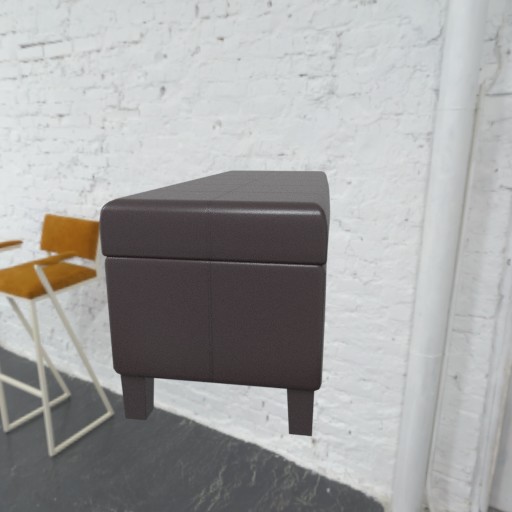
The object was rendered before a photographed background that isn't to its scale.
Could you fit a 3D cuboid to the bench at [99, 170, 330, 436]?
[{"bbox_3d":[0.000,0.000,1.346,0.429,0.457,1.092,2,14,9],"label":"bench"}]
